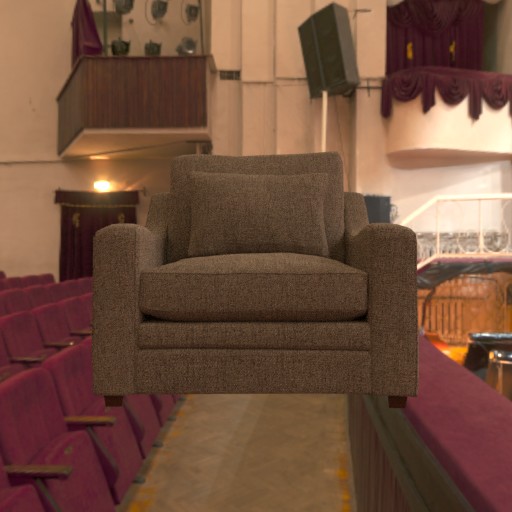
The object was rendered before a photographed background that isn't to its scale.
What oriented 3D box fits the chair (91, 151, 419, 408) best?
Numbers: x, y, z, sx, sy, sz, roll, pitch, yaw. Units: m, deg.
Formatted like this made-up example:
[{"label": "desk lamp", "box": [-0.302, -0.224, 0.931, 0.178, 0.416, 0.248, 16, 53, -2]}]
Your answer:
[{"label": "chair", "box": [0.000, 0.000, 1.983, 1.138, 1.037, 1.009, 0, 1, 1]}]
